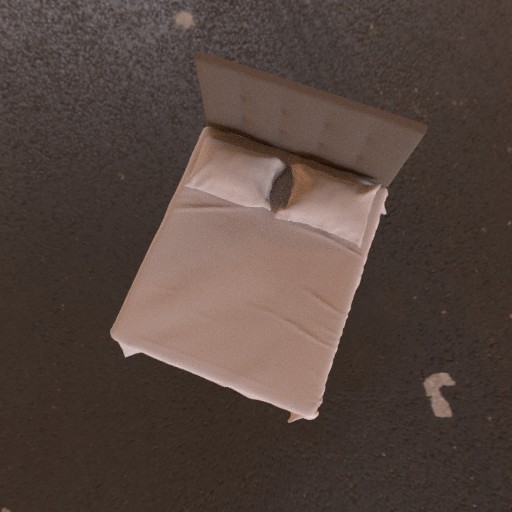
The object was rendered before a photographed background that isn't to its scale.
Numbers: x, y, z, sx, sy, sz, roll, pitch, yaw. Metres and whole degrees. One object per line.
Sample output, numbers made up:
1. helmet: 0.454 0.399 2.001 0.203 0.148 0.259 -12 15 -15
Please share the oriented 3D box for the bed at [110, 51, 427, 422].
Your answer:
1. bed: 0.000 0.000 3.455 1.936 1.577 2.222 20 76 5
